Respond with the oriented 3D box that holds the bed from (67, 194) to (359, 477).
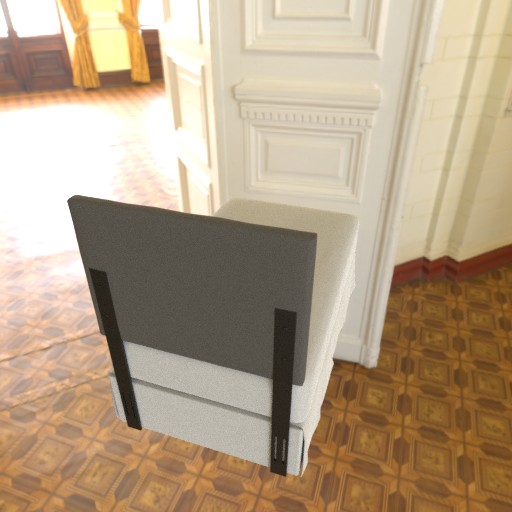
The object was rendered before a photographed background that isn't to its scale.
[{"bbox_3d":[0.000,0.000,3.022,1.261,1.571,1.997,10,34,16],"label":"bed"}]
